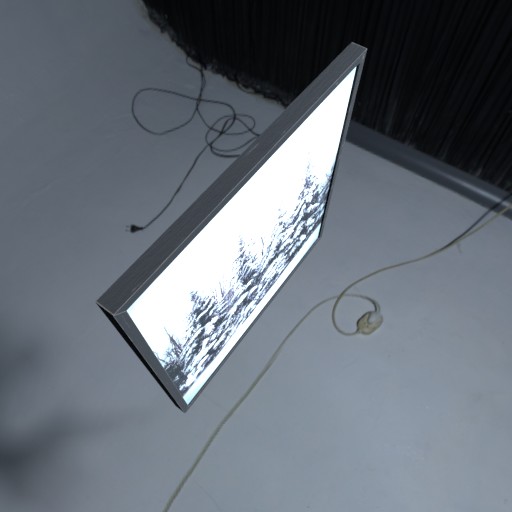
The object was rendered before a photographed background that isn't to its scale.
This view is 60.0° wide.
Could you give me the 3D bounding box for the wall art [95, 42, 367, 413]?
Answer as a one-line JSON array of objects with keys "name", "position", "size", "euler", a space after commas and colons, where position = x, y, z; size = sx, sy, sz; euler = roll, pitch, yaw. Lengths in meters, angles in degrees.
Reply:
[{"name": "wall art", "position": [0.000, 0.000, 1.136], "size": [0.037, 0.761, 0.761], "euler": [32, 65, 17]}]
